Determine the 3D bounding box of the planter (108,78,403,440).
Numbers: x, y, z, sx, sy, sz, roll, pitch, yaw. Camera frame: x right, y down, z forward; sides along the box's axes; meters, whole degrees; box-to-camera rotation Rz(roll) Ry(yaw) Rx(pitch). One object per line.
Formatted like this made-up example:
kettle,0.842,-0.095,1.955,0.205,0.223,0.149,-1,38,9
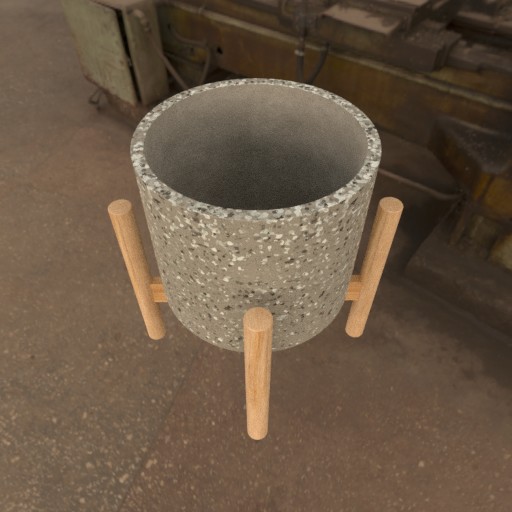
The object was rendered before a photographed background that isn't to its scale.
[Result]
planter,0.000,0.000,0.517,0.284,0.320,0.284,16,50,14
